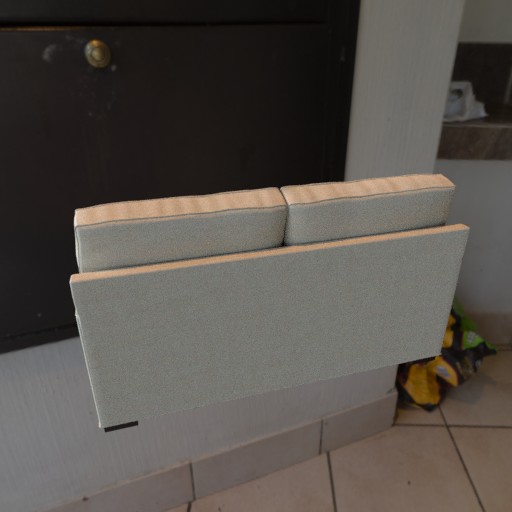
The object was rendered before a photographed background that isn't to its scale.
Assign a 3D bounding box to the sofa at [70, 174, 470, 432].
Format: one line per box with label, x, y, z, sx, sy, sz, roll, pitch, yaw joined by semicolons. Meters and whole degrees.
sofa;0.000;0.000;2.050;1.484;0.853;0.942;-8;28;-15
